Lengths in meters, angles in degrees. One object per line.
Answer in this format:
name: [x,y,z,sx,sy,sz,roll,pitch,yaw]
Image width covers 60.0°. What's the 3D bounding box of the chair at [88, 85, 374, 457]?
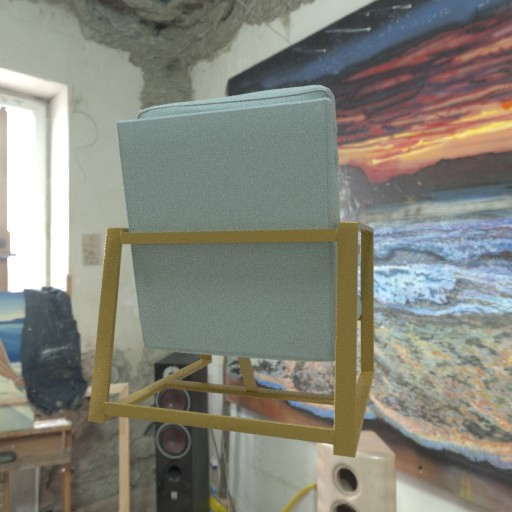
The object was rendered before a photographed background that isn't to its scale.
chair: [0.000,0.000,1.549,0.758,0.956,0.813,0,0,18]
